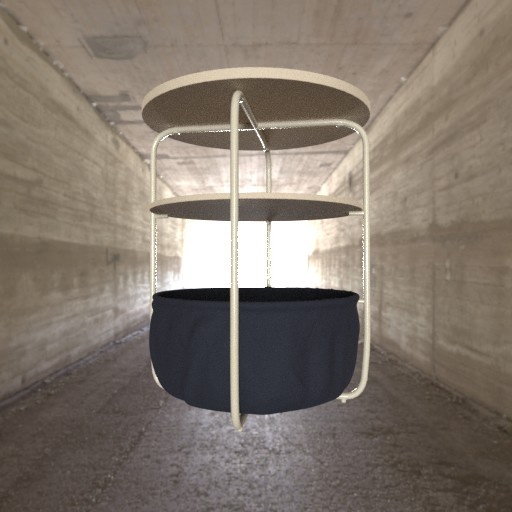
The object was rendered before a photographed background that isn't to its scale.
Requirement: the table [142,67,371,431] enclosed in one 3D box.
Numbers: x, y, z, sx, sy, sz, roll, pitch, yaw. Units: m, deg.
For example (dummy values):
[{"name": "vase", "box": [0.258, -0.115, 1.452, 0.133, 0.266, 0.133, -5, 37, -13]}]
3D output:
[{"name": "table", "box": [0.000, 0.000, 0.835, 0.418, 0.532, 0.418, 0, -1, -36]}]
